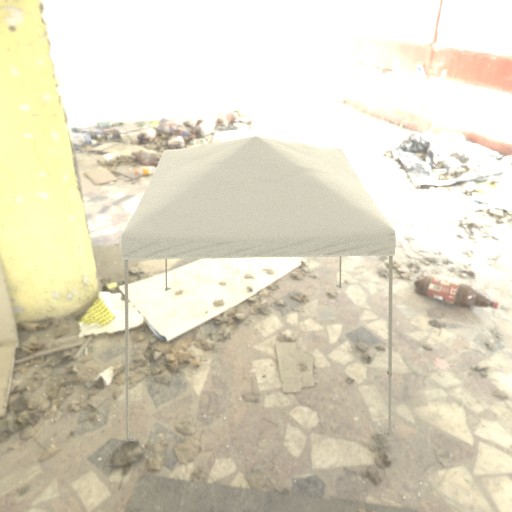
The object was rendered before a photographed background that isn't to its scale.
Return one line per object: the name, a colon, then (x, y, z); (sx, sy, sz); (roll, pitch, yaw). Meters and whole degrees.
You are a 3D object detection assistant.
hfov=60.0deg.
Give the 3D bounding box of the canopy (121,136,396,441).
canopy: (0.000, 0.000, 6.628); (3.600, 3.600, 3.599); (-1, 31, -1)
